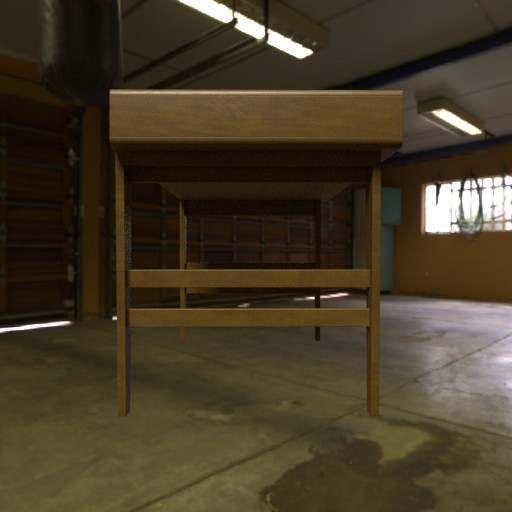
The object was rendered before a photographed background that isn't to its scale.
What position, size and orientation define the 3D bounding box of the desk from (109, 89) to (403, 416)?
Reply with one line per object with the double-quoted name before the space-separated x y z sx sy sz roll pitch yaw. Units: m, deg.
"desk" 0.000 0.000 1.522 0.660 0.754 1.066 0 0 0
